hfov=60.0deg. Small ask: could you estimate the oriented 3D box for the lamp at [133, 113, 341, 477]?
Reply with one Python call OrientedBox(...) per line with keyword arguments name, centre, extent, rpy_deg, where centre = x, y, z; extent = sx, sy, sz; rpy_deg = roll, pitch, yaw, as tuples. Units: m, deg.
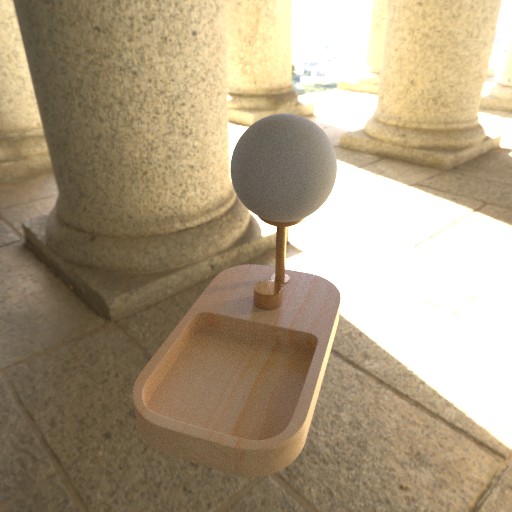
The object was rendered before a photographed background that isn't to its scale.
OrientedBox(name="lamp", centre=(0.000, 0.000, 0.471), extent=(0.173, 0.253, 0.331), rpy_deg=(9, 30, 16))
